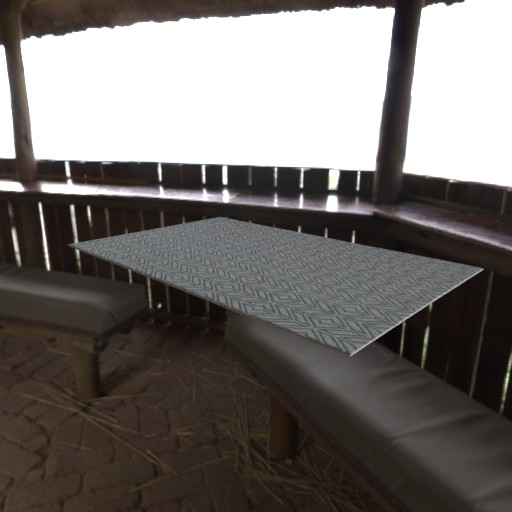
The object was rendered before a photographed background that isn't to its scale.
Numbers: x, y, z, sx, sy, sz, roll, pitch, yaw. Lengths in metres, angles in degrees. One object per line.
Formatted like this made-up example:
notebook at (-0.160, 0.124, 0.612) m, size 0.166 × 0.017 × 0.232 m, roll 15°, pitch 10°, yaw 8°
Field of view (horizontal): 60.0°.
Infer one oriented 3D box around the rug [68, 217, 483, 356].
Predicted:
rug at (0.000, 0.000, 3.014) m, size 2.435 × 0.011 × 1.517 m, roll 15°, pitch 21°, yaw 42°
